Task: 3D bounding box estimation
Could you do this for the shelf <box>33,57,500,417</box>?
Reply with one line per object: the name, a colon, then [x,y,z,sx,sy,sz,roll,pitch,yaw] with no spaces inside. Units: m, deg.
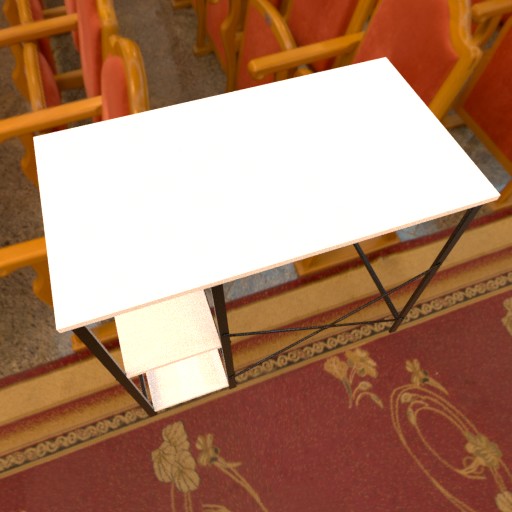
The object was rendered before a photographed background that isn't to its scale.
shelf: [0.000,0.000,1.283,0.902,0.750,0.498,-17,59,-10]
